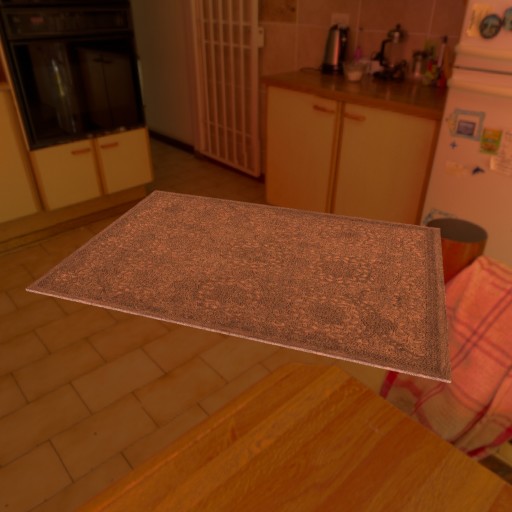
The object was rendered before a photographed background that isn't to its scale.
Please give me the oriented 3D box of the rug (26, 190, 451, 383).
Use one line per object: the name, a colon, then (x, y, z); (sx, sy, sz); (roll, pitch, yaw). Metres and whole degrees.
rug: (0.000, 0.000, 2.279); (1.819, 0.012, 1.208); (9, 32, 15)
